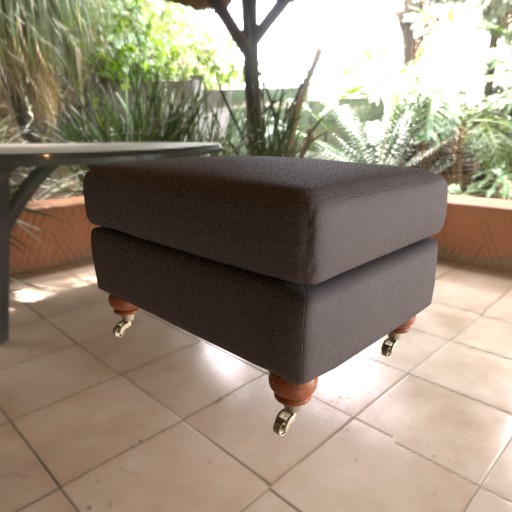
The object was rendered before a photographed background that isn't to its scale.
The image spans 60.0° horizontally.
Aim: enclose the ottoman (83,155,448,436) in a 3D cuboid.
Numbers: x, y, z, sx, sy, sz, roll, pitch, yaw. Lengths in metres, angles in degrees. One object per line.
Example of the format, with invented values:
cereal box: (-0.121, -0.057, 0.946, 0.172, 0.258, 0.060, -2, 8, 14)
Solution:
ottoman: (0.000, 0.000, 1.155, 0.773, 0.497, 0.574, 15, 22, 42)
